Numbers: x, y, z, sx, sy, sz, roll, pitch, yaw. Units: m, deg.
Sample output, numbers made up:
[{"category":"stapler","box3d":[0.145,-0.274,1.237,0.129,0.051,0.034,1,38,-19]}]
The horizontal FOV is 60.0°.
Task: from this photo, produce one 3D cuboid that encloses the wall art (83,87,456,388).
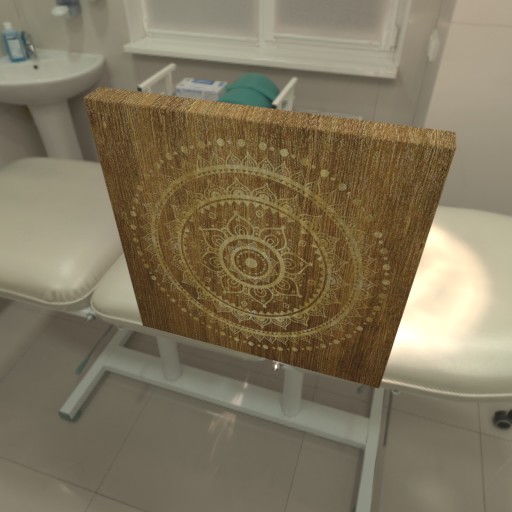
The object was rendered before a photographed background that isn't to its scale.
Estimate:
[{"category":"wall art","box3d":[0.000,0.000,0.605,0.406,0.403,0.039,12,42,13]}]
